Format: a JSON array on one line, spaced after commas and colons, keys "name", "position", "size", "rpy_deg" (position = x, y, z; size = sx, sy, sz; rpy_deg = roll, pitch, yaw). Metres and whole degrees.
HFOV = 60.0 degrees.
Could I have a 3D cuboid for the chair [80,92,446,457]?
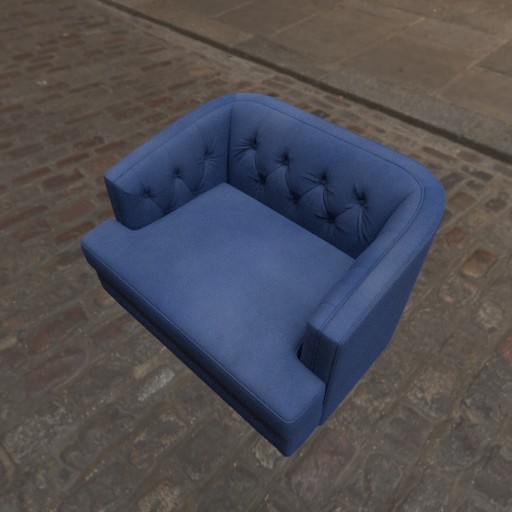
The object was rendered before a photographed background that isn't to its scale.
[{"name": "chair", "position": [0.000, 0.000, 1.761], "size": [1.118, 0.787, 0.914], "rpy_deg": [34, 56, 28]}]
